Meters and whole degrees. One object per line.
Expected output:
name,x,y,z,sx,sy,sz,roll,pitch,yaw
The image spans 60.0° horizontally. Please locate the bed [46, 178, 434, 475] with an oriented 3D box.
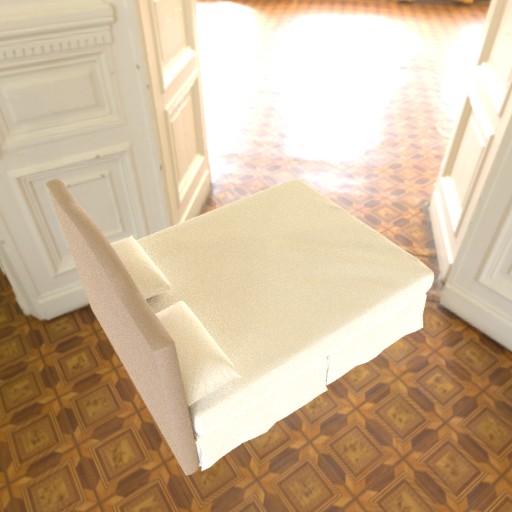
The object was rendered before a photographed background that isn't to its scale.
bed,0.000,0.000,3.373,2.282,1.436,1.821,-25,47,-25
